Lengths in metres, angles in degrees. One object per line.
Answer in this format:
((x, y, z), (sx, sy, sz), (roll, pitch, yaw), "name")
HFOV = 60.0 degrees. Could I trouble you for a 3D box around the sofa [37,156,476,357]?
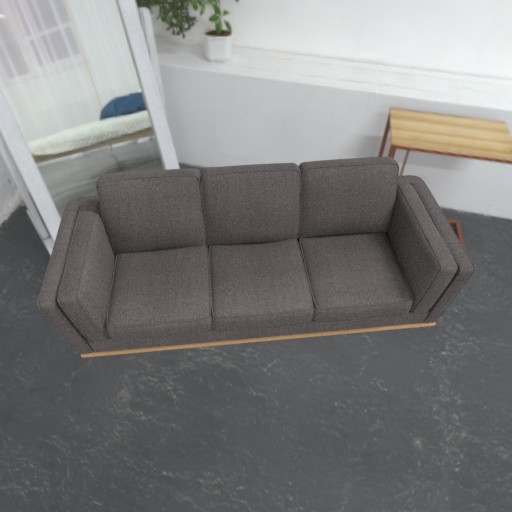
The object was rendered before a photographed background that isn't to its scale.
((0.000, 0.000, 2.805), (2.362, 0.899, 0.903), (-4, 47, -4), "sofa")
